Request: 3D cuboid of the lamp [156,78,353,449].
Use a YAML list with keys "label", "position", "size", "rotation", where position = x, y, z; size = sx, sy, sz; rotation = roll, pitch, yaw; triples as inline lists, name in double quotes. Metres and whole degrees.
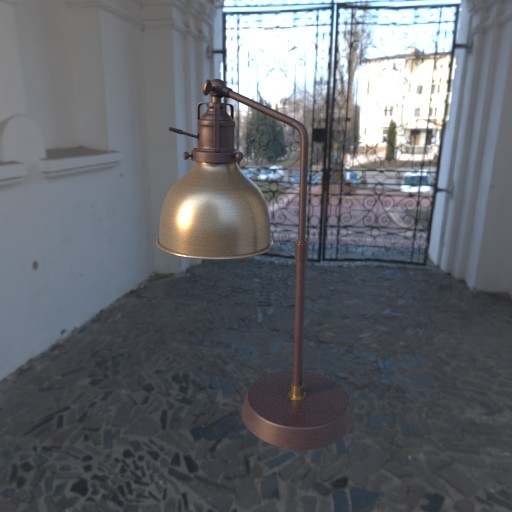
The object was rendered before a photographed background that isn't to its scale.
- label: "lamp"
  position: [0.000, 0.000, 0.622]
  size: [0.298, 0.469, 0.175]
  rotation: [8, 18, 26]
